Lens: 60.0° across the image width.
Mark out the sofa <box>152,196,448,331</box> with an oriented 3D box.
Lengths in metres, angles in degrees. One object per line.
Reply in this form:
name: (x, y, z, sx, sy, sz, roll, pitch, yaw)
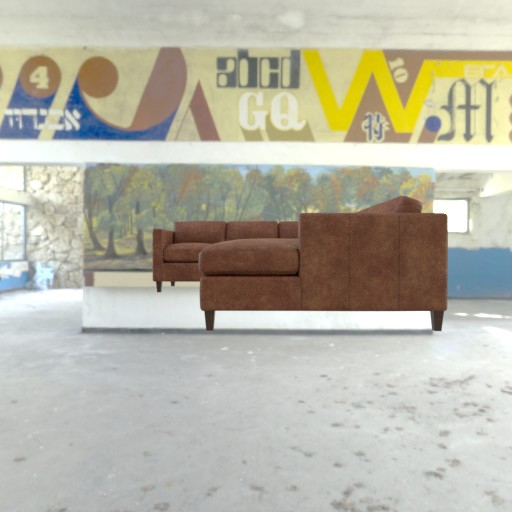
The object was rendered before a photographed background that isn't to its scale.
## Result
sofa: (0.000, 0.000, 4.436, 2.452, 0.888, 3.324, 0, 1, 1)
